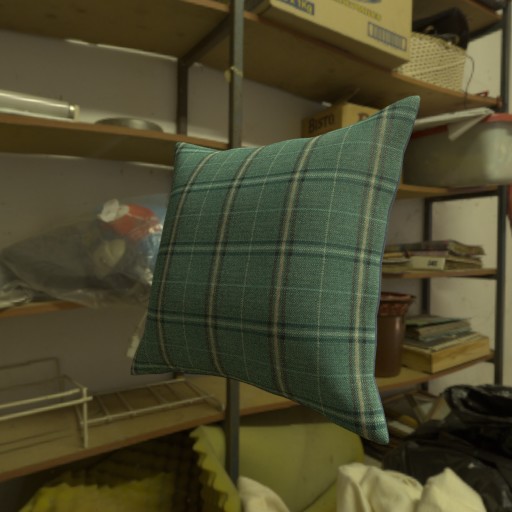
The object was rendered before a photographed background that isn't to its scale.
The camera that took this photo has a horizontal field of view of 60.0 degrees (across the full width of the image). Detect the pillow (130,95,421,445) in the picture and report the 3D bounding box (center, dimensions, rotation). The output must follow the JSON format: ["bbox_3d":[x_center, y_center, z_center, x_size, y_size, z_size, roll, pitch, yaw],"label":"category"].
[{"bbox_3d":[0.000,0.000,0.675,0.453,0.430,0.200,1,1,35],"label":"pillow"}]
